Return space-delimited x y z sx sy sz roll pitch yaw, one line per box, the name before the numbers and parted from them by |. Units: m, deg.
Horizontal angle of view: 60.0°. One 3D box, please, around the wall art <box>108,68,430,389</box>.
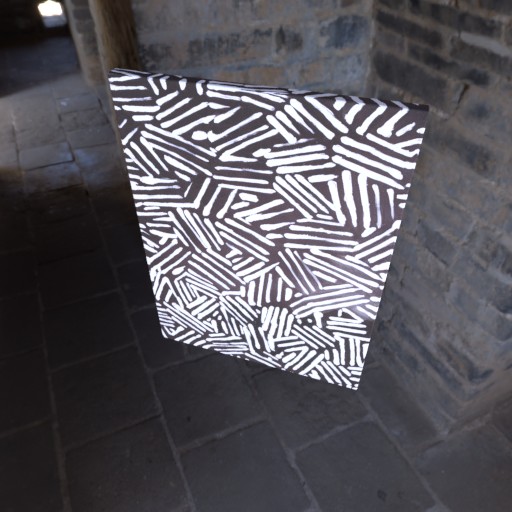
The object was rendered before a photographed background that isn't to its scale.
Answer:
wall art | 0.000 0.000 1.347 0.765 1.017 0.038 12 42 14
